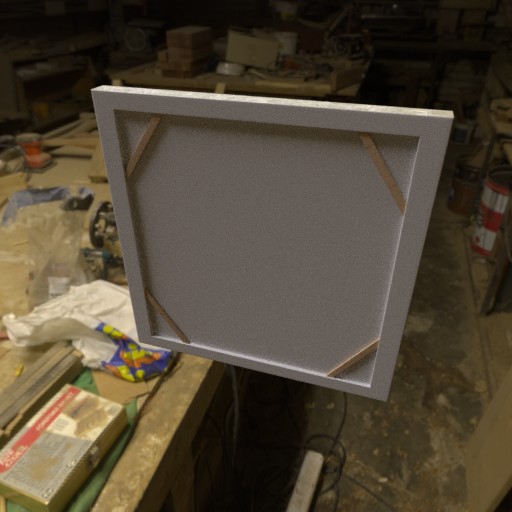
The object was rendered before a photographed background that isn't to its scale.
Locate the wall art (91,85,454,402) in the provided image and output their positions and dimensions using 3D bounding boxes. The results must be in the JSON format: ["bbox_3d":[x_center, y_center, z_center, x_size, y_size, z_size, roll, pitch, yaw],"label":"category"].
[{"bbox_3d":[0.000,0.000,0.893,0.610,0.610,0.038,10,34,15],"label":"wall art"}]
